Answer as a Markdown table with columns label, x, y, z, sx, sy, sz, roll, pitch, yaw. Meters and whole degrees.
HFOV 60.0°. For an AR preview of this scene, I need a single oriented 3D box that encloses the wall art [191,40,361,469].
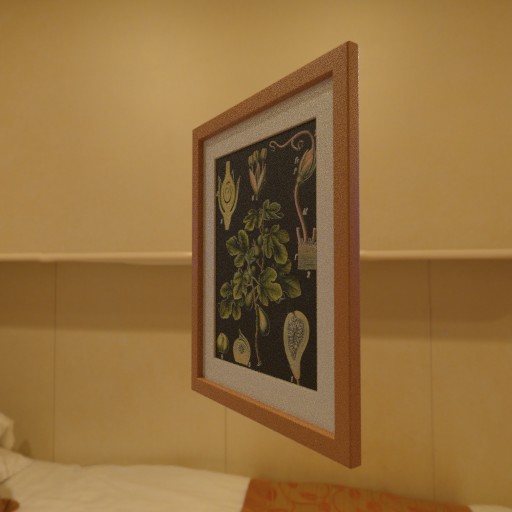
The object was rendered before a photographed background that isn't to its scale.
| label | x | y | z | sx | sy | sz | roll | pitch | yaw |
| --- | --- | --- | --- | --- | --- | --- | --- | --- | --- |
| wall art | 0.000 | 0.000 | 0.521 | 0.015 | 0.379 | 0.310 | 1 | -2 | -35 |
